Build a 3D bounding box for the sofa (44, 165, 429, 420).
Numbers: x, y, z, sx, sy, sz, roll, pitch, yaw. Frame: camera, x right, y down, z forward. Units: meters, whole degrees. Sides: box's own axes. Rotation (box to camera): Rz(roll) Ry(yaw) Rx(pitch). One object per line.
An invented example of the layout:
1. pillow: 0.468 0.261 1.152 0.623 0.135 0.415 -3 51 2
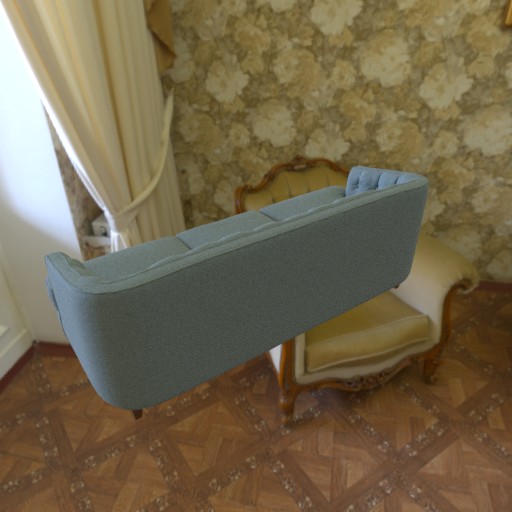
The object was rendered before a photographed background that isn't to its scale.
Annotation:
1. sofa: 0.000 0.000 2.722 2.278 0.855 0.941 -20 37 -29
